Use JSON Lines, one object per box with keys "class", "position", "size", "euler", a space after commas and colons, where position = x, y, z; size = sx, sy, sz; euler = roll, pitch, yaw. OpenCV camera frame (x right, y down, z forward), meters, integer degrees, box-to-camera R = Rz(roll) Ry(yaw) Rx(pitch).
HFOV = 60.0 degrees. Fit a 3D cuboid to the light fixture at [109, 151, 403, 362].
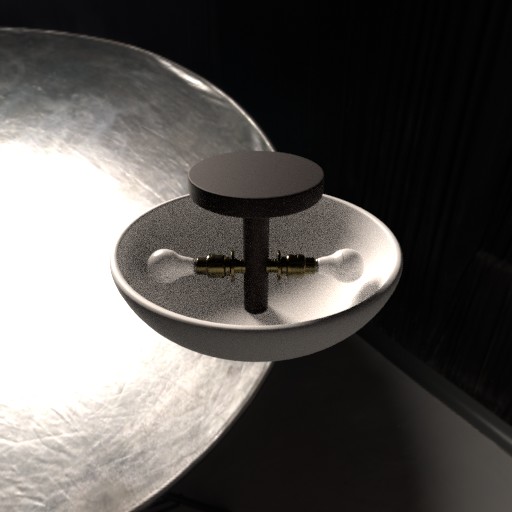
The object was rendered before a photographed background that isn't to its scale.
{"class": "light fixture", "position": [0.000, 0.000, 0.529], "size": [0.331, 0.212, 0.331], "euler": [0, 31, 0]}
